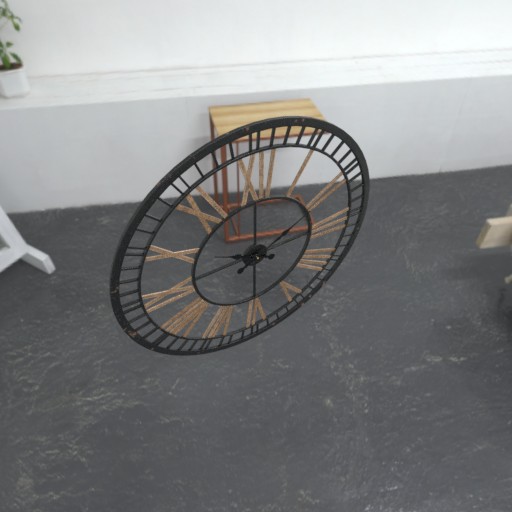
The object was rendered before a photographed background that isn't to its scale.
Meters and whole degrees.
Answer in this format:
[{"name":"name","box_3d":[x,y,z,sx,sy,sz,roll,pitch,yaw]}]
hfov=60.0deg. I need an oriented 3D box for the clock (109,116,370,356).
[{"name":"clock","box_3d":[0.000,0.000,1.291,0.843,0.843,0.025,-23,50,-21]}]
